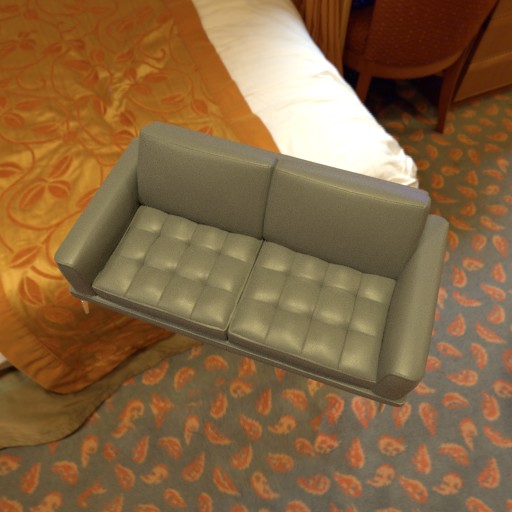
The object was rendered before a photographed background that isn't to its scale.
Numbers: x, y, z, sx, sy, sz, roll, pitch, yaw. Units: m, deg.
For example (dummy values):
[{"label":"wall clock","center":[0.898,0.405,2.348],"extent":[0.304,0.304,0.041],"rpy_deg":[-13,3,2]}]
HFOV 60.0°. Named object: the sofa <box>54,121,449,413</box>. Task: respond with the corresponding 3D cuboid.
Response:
[{"label":"sofa","center":[0.000,0.000,2.734],"extent":[2.177,0.930,1.121],"rpy_deg":[17,60,10]}]
